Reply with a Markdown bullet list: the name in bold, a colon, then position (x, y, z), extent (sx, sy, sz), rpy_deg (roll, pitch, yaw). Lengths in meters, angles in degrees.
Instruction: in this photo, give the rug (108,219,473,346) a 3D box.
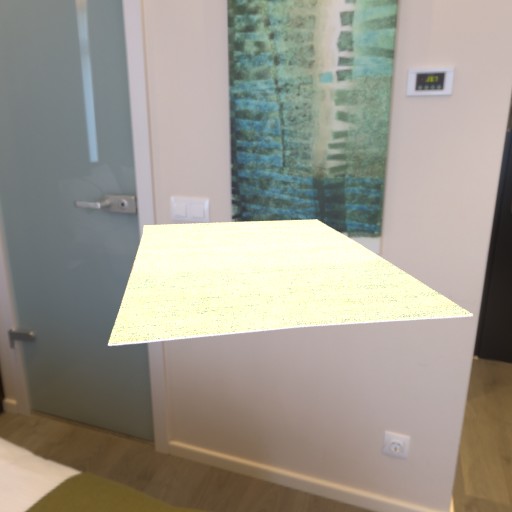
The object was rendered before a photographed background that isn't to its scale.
- **rug**: position (0.000, 0.000, 2.950), extent (1.593, 0.029, 2.305), rpy_deg (-3, 16, -10)
